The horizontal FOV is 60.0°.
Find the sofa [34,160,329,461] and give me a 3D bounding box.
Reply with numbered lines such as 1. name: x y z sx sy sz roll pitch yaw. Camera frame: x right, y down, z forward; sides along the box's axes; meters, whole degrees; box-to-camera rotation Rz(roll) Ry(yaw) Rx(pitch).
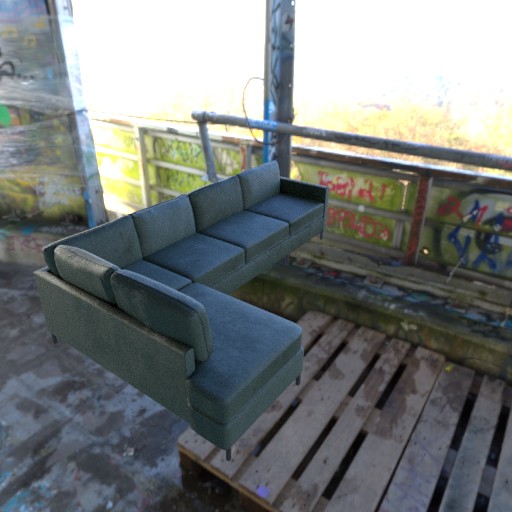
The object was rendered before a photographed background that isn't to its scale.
1. sofa: 0.000 0.000 4.322 2.048 0.996 3.384 19 33 32
